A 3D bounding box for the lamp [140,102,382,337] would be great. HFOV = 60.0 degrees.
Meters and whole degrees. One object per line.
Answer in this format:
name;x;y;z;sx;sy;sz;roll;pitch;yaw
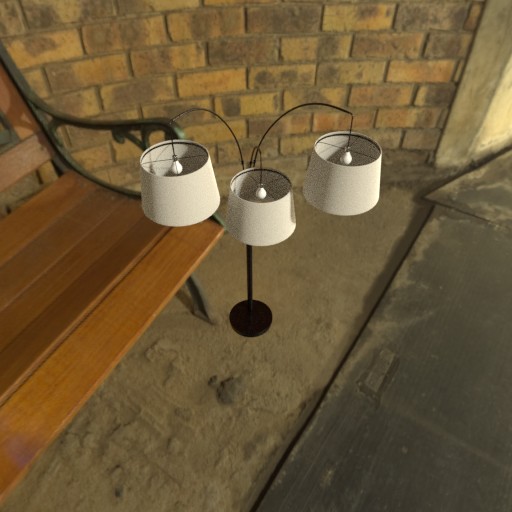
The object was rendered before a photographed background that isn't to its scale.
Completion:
lamp;0.000;0.000;2.447;0.951;1.950;0.924;-3;45;-3
